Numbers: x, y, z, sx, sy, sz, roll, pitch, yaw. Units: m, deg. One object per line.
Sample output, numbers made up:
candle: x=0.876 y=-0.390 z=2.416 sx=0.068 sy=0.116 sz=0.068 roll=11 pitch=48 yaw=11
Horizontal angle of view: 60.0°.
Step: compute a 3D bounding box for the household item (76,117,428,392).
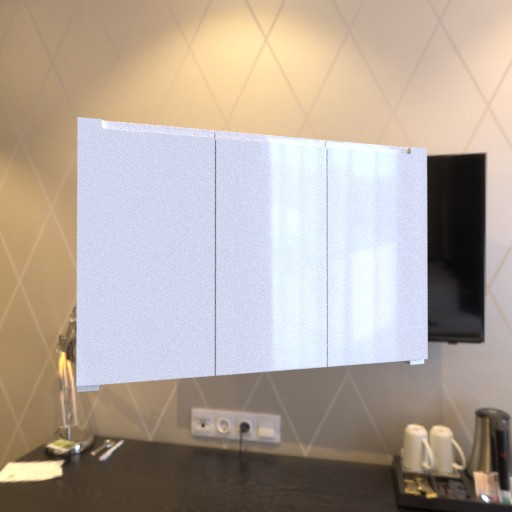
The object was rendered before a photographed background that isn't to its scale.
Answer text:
household item: x=0.000 y=0.000 z=1.776 sx=1.300 sy=0.867 sz=0.420 roll=0 pitch=-1 yaw=-17
